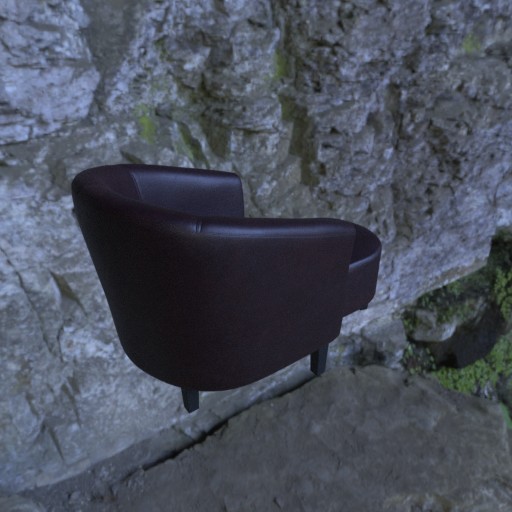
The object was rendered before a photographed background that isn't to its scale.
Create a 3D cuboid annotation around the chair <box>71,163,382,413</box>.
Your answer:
[{"bbox_3d":[0.000,0.000,1.643,1.176,0.755,0.737,-18,32,-31],"label":"chair"}]
